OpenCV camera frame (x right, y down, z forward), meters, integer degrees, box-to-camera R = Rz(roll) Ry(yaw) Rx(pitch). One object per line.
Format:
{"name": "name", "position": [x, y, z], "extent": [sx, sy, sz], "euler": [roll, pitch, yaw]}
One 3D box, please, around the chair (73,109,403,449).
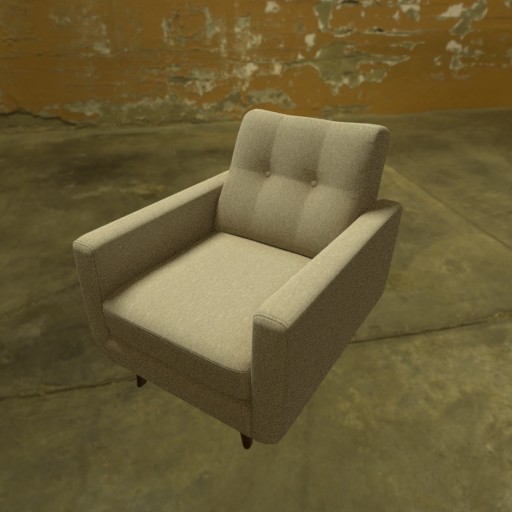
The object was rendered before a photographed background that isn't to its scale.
{"name": "chair", "position": [0.000, 0.000, 1.827], "extent": [0.897, 0.965, 1.128], "euler": [18, 34, 28]}
